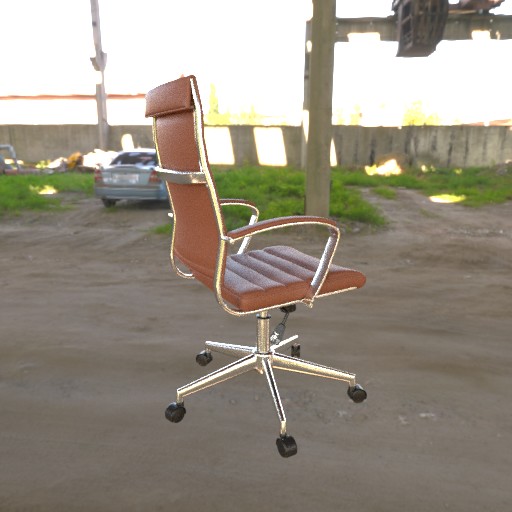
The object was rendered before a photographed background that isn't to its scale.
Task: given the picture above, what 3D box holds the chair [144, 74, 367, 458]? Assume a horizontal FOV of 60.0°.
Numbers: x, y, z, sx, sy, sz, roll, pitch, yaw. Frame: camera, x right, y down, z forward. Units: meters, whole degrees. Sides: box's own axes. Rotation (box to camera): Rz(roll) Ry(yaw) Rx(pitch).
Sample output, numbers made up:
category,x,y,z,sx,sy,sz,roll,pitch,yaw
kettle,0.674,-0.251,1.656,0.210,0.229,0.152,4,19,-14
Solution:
category,x,y,z,sx,sy,sz,roll,pitch,yaw
chair,0.000,0.000,1.630,0.739,1.149,0.766,-7,15,-27
